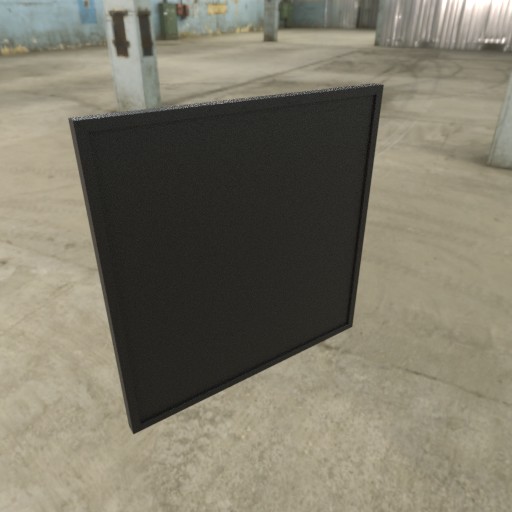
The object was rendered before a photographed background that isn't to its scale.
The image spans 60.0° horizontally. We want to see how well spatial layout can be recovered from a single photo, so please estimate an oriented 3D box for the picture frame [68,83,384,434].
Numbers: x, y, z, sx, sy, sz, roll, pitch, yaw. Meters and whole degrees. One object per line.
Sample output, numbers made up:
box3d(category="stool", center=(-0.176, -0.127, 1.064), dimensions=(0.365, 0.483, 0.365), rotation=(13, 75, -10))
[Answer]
box3d(category="picture frame", center=(0.000, 0.000, 1.140), dimensions=(0.775, 0.775, 0.032), rotation=(-18, 34, -30))
